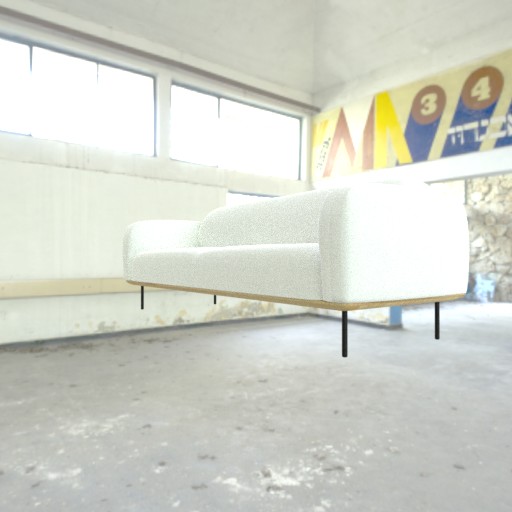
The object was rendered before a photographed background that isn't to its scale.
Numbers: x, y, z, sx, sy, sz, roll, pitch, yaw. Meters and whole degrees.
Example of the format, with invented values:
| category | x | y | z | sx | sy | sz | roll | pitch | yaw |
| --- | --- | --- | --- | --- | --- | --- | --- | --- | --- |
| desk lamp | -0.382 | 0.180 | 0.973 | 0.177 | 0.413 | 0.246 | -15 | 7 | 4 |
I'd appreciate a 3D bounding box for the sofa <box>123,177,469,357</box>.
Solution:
| category | x | y | z | sx | sy | sz | roll | pitch | yaw |
| --- | --- | --- | --- | --- | --- | --- | --- | --- | --- |
| sofa | 0.000 | 0.000 | 2.662 | 0.870 | 0.780 | 2.280 | 0 | 0 | -36 |
